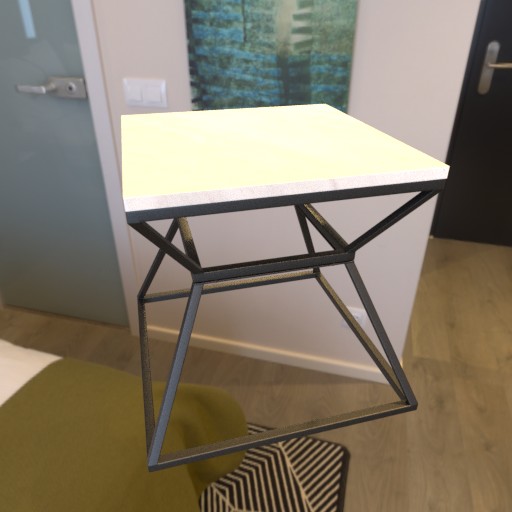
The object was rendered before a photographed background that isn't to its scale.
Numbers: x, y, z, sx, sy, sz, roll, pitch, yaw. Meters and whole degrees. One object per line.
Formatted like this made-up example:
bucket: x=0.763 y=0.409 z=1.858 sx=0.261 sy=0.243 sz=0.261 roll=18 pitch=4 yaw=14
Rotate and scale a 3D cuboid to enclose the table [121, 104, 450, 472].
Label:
table: x=0.000 y=0.000 z=0.798 sx=0.455 sy=0.431 sz=0.455 roll=-8 pitch=31 yaw=-13
